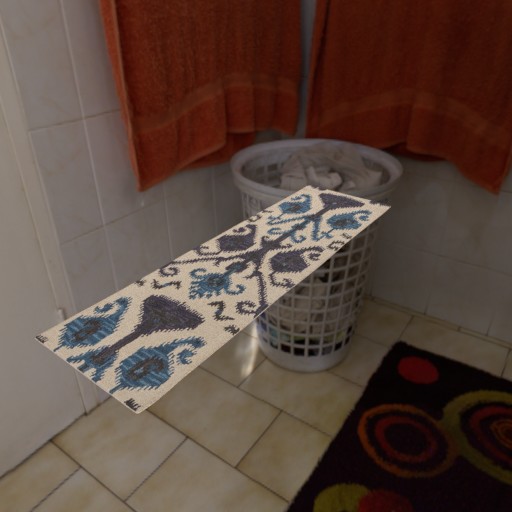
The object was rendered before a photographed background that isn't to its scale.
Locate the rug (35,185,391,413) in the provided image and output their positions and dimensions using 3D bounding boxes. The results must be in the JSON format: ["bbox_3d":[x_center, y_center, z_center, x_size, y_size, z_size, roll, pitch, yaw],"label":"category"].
[{"bbox_3d":[0.000,0.000,2.547,0.692,0.017,2.301,21,36,31],"label":"rug"}]
